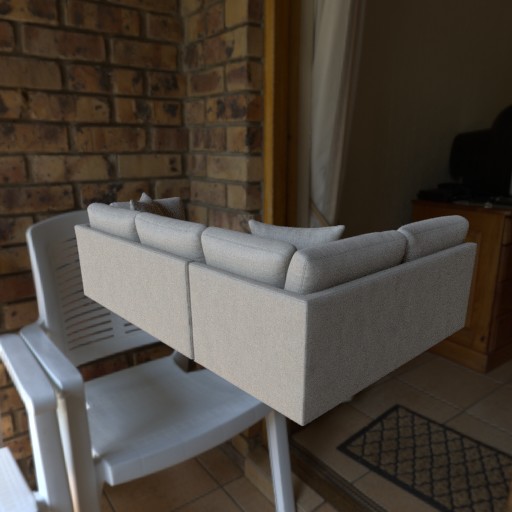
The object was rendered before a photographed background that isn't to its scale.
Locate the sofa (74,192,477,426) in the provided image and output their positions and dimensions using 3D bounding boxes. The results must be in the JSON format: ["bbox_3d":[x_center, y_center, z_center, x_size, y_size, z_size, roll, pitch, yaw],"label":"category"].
[{"bbox_3d":[0.000,0.000,3.827,1.994,0.978,2.896,-12,19,-41],"label":"sofa"}]
